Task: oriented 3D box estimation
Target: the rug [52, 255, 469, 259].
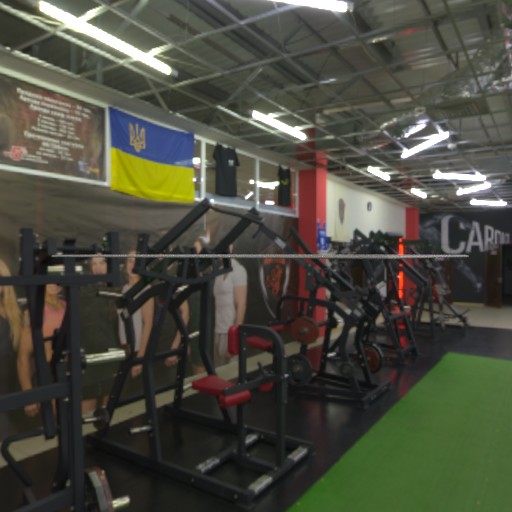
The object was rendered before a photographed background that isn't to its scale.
[{"bbox_3d":[0.000,0.000,2.348,1.847,0.012,1.224,0,0,36],"label":"rug"}]
